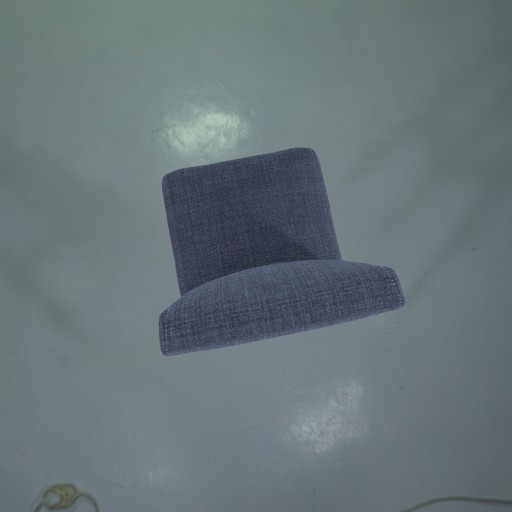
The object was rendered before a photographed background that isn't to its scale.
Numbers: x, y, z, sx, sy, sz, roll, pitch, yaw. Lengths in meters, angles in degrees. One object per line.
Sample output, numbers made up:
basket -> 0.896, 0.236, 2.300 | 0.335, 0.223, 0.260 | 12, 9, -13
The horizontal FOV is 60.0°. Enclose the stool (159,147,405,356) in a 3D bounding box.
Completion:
stool -> 0.000, 0.000, 1.287 | 0.459, 1.010, 0.526 | -11, 76, -3
